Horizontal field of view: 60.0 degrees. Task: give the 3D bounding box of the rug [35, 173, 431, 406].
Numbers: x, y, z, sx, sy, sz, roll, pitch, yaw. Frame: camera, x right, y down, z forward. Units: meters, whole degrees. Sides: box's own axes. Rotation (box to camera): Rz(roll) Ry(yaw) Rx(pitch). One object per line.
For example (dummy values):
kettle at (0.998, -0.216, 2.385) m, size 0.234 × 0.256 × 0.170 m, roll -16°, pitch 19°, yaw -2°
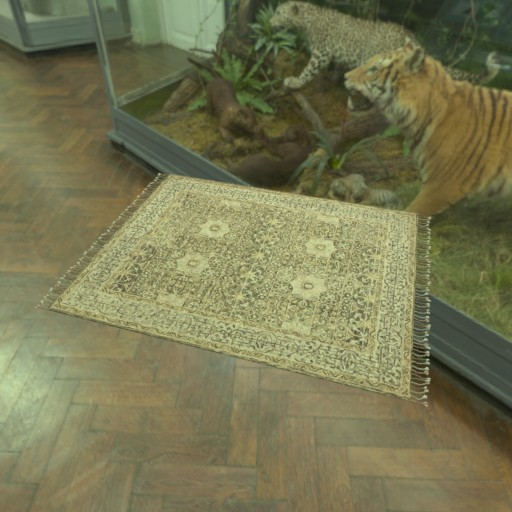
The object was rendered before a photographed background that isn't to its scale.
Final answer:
rug at (0.000, 0.000, 4.353) m, size 3.291 × 0.017 × 2.431 m, roll 11°, pitch 41°, yaw 13°
